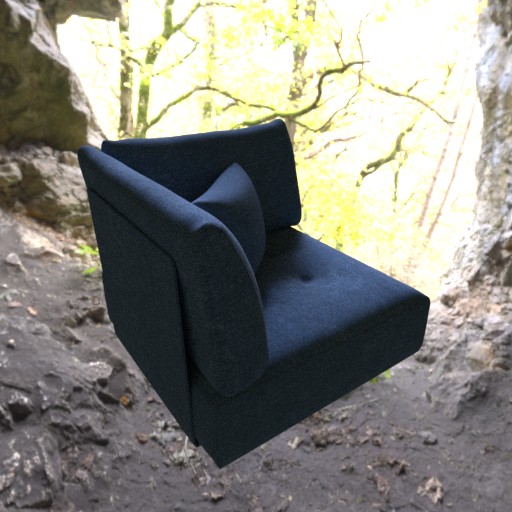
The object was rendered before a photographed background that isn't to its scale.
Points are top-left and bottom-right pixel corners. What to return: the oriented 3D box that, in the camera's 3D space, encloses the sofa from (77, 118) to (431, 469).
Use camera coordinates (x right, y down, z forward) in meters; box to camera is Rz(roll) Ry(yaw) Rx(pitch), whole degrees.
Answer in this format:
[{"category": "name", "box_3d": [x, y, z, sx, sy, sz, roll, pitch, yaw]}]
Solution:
[{"category": "sofa", "box_3d": [0.000, 0.000, 1.715, 1.000, 0.820, 1.000, -18, 32, -31]}]
